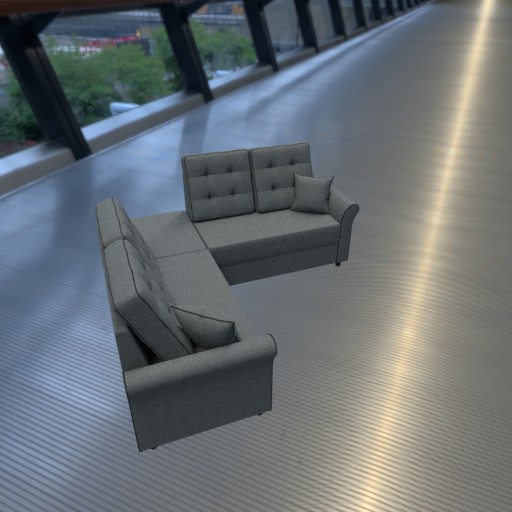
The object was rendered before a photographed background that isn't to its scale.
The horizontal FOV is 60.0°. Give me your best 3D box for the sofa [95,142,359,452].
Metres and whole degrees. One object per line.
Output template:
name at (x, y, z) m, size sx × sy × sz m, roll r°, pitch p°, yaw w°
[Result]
sofa at (0.000, 0.000, 3.203) m, size 2.070 × 0.988 × 2.068 m, roll -11°, pitch 33°, yaw -18°
